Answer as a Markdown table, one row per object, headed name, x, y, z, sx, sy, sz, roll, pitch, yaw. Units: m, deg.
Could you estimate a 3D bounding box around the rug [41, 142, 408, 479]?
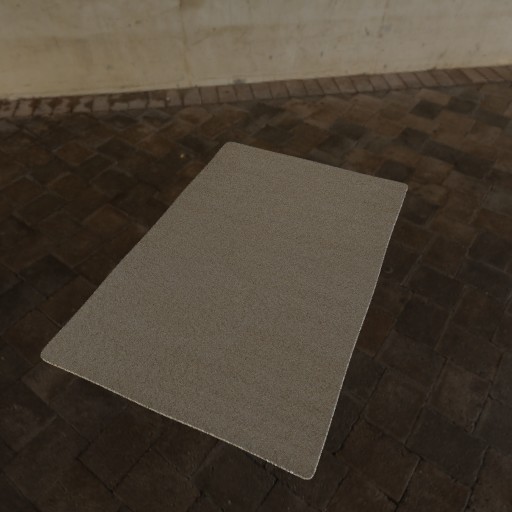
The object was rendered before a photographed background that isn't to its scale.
| name | x | y | z | sx | sy | sz | roll | pitch | yaw |
| --- | --- | --- | --- | --- | --- | --- | --- | --- | --- |
| rug | 0.000 | 0.000 | 3.363 | 1.798 | 0.025 | 2.698 | 18 | 49 | 16 |
